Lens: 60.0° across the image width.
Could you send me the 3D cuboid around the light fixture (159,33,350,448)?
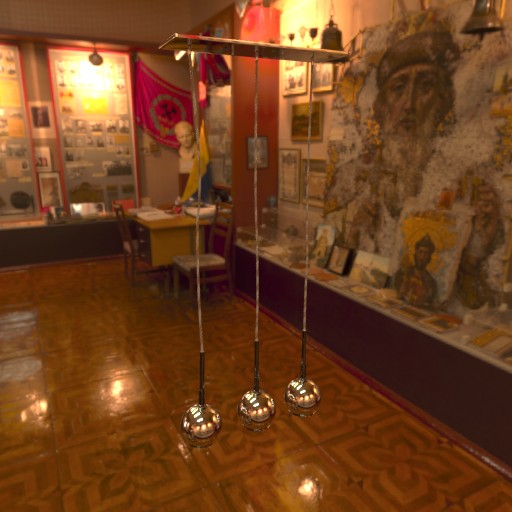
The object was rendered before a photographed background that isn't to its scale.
[{"bbox_3d":[0.000,0.000,1.636,0.623,1.408,0.188,-7,16,-25],"label":"light fixture"}]
